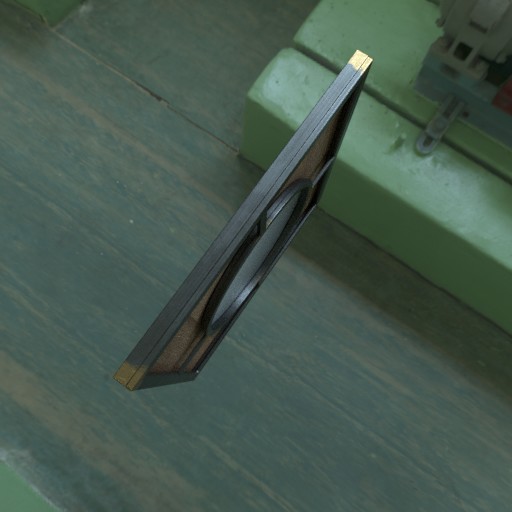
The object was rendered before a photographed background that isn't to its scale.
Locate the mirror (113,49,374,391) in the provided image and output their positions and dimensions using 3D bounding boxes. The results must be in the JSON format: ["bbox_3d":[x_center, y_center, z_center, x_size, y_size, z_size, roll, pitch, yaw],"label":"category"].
[{"bbox_3d":[0.000,0.000,0.581,0.020,0.381,0.382,34,78,8],"label":"mirror"}]
